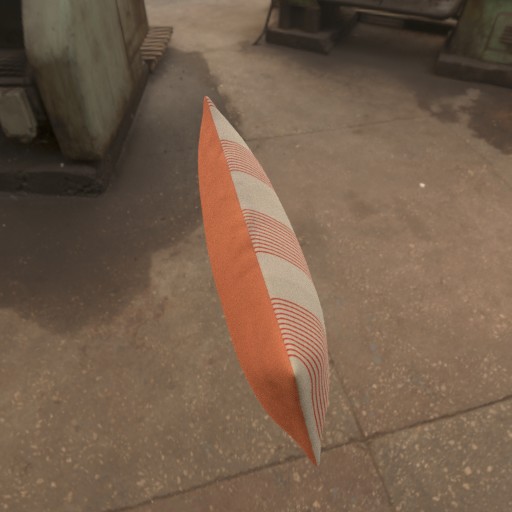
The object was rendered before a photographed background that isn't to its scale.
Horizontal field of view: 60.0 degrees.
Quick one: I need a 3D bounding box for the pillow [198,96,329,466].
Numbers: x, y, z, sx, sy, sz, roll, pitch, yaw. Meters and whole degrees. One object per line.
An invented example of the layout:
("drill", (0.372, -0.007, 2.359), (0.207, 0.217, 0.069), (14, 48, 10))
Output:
("pillow", (0.000, 0.000, 0.746), (0.156, 0.292, 0.608), (-9, 47, -9))
